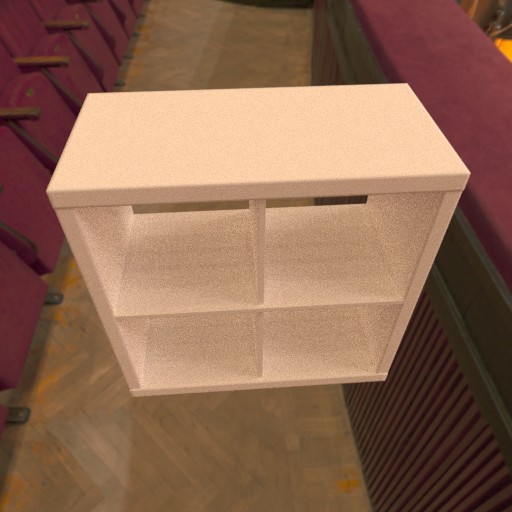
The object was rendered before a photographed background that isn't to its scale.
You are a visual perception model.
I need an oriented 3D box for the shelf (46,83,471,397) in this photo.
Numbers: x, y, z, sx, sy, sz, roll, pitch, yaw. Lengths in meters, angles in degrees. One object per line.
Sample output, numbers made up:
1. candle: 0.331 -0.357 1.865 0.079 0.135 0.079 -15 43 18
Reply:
1. shelf: 0.000 0.000 1.239 0.790 0.786 0.390 -3 46 -3
